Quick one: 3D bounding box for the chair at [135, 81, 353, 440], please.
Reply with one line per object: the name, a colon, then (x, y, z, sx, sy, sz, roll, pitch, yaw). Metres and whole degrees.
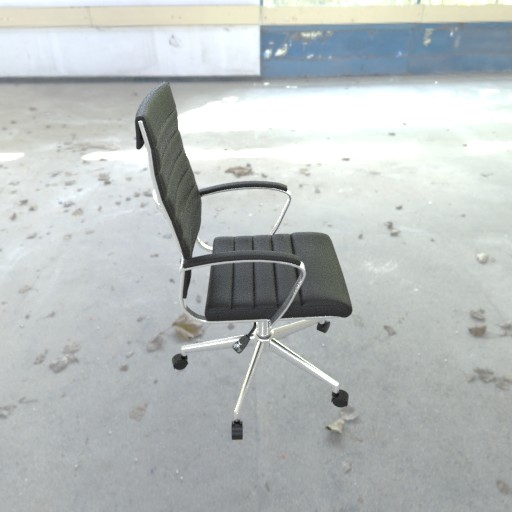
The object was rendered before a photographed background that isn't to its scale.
chair: (0.000, 0.000, 1.649, 0.739, 1.149, 0.766, -1, 33, -1)
